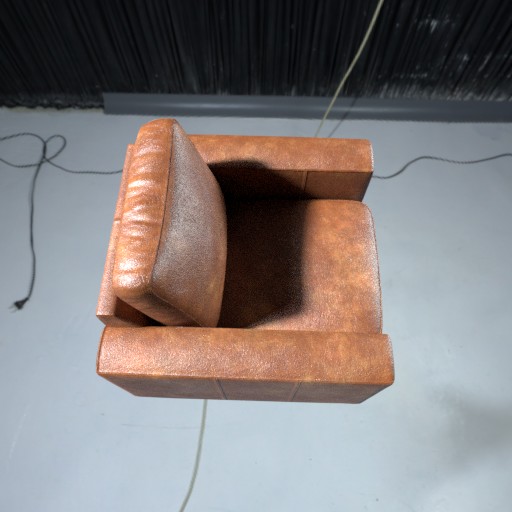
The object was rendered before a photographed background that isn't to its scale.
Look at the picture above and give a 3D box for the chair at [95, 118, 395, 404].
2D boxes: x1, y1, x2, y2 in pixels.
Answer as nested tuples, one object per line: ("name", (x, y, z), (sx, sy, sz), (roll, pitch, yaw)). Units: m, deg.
("chair", (0.000, 0.000, 1.752), (1.016, 0.873, 1.005), (2, 65, 1))
